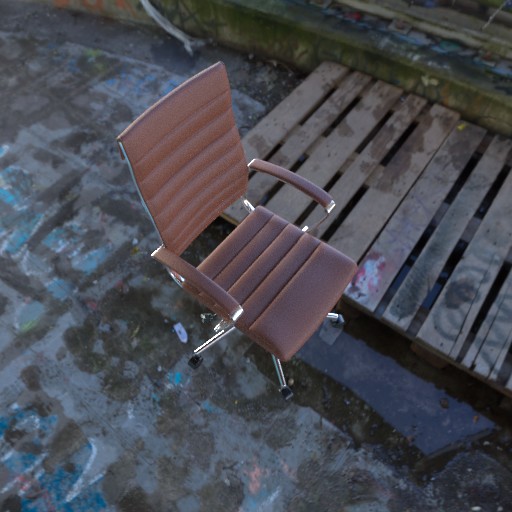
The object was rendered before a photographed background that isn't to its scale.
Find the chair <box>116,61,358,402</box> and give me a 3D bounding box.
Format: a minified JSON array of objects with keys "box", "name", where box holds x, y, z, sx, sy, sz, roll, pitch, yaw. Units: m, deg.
[{"box":[0.000,0.000,1.685,0.739,1.149,0.766,34,64,19],"name":"chair"}]
